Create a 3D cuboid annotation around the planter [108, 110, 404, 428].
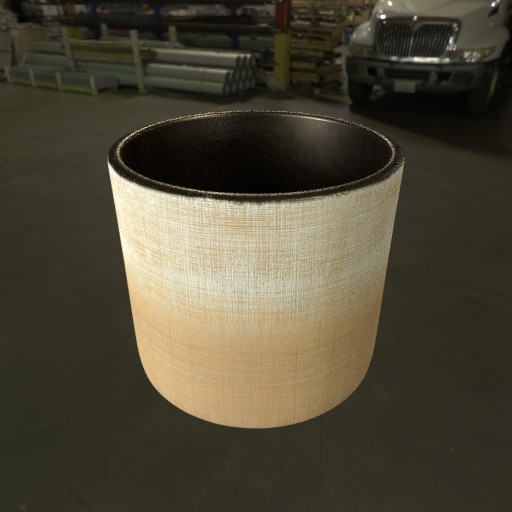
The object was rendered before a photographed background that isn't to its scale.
[{"bbox_3d":[0.000,0.000,0.386,0.221,0.201,0.221,0,31,0],"label":"planter"}]
